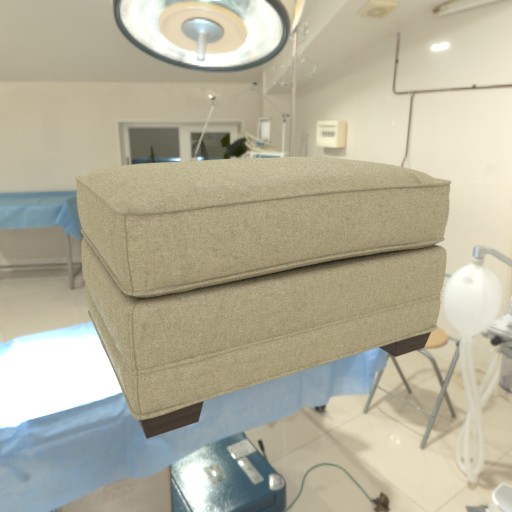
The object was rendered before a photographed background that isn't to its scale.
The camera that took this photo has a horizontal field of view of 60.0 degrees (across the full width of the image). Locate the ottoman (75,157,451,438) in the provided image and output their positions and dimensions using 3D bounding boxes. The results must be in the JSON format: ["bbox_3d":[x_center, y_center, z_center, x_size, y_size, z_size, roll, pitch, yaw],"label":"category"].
[{"bbox_3d":[0.000,0.000,1.212,0.848,0.508,0.611,-9,19,-27],"label":"ottoman"}]
